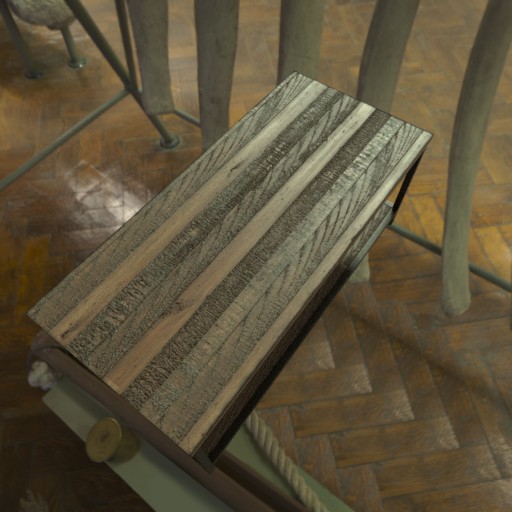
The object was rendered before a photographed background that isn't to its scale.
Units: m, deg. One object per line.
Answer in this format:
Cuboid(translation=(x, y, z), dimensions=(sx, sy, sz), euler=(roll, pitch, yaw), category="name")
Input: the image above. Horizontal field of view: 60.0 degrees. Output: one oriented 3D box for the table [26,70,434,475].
Cuboid(translation=(0.000, 0.000, 1.222), dimensions=(0.452, 0.399, 0.990), euler=(32, 64, 18), category="table")
